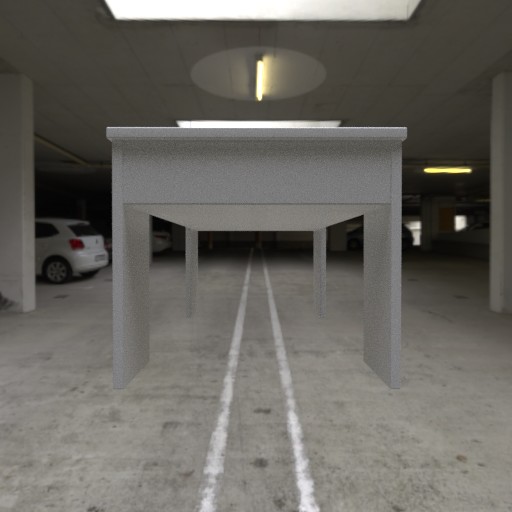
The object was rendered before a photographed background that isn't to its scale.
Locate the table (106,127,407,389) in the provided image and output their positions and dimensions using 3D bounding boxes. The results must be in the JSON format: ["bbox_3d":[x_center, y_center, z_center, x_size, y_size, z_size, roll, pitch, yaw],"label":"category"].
[{"bbox_3d":[0.000,0.000,1.238,0.500,0.440,1.000,0,1,0],"label":"table"}]
